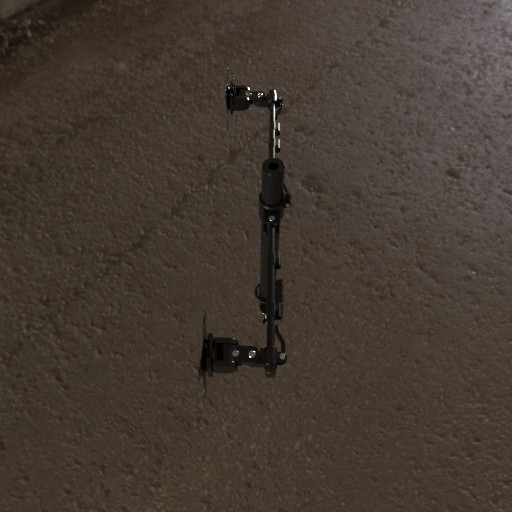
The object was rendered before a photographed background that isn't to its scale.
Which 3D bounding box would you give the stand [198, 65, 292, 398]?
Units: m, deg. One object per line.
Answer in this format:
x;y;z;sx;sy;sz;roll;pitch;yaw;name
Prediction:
0.000;0.000;1.048;0.150;0.603;0.743;1;58;1;stand
